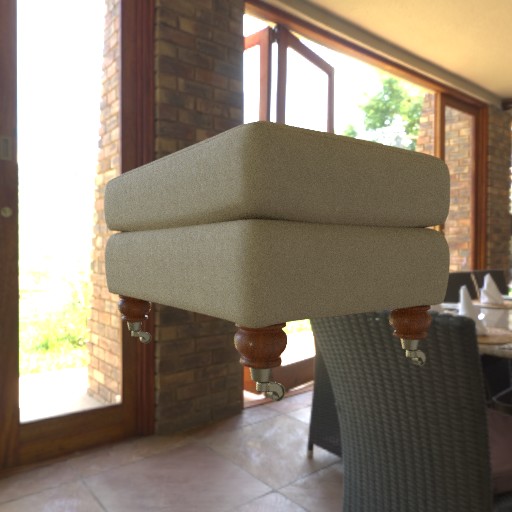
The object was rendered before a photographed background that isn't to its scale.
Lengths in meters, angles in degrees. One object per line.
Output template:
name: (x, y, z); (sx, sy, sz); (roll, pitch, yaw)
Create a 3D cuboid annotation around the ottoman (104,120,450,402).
ottoman: (0.000, 0.000, 1.135); (0.569, 0.504, 0.773); (0, 1, -36)
